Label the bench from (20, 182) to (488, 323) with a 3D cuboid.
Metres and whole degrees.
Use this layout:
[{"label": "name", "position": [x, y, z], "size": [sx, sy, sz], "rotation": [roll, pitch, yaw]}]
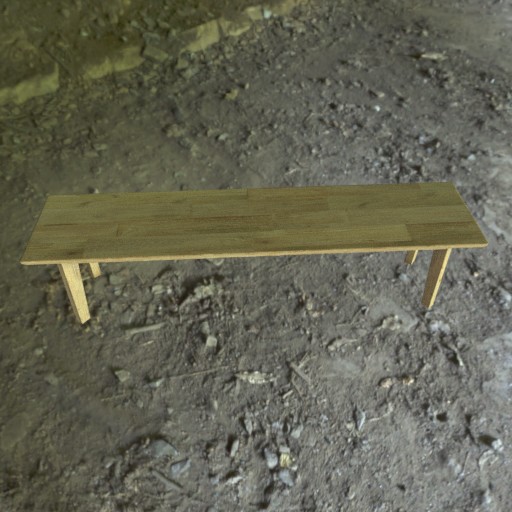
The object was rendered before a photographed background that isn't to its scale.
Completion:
[{"label": "bench", "position": [0.000, 0.000, 1.886], "size": [1.698, 0.431, 0.378], "rotation": [-2, 46, -2]}]
